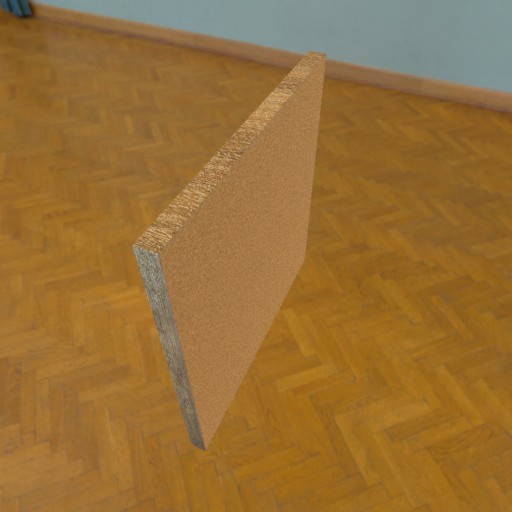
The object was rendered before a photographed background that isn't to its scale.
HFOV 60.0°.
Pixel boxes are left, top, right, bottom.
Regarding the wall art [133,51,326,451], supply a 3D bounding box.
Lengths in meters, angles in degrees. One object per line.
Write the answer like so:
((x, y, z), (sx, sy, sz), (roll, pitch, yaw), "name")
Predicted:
((0.000, 0.000, 0.917), (0.042, 0.608, 0.611), (18, 49, 17), "wall art")
